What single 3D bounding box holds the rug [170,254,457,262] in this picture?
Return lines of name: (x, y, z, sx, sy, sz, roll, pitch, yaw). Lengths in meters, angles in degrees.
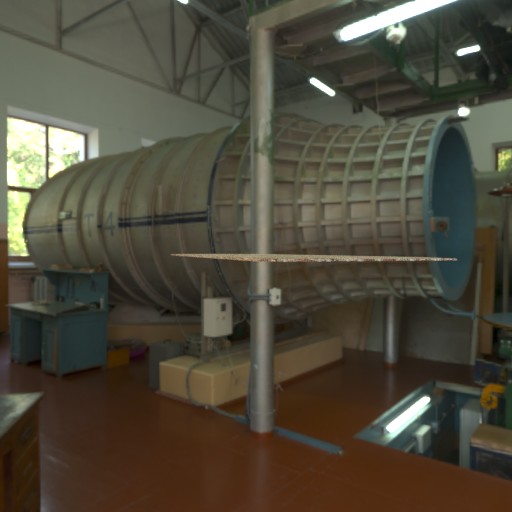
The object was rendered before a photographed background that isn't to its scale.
rug: (0.000, 0.000, 2.786, 0.762, 0.011, 2.664, 0, 1, -18)
